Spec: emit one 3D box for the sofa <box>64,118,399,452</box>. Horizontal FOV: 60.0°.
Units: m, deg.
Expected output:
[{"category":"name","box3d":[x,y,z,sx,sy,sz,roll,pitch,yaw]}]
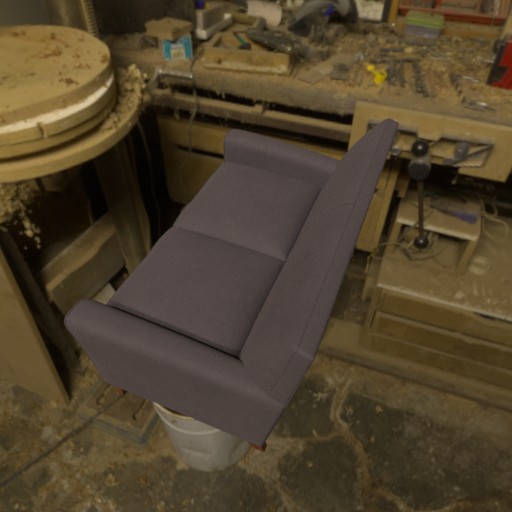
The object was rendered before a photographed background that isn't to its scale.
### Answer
[{"category":"sofa","box3d":[0.000,0.000,1.991,0.871,0.846,1.420,16,47,15]}]
